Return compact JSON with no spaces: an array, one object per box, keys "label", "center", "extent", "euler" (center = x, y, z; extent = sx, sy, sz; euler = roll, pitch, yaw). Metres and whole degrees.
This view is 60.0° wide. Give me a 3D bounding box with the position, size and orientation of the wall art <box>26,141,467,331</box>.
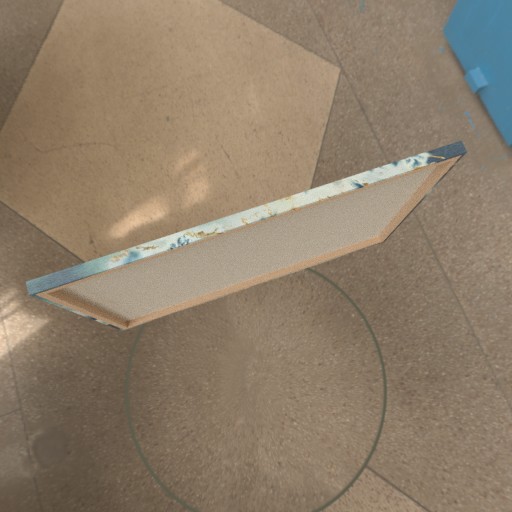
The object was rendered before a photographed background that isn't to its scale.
[{"label":"wall art","center":[0.000,0.000,1.458],"extent":[1.138,0.759,0.035],"euler":[-19,75,-5]}]
